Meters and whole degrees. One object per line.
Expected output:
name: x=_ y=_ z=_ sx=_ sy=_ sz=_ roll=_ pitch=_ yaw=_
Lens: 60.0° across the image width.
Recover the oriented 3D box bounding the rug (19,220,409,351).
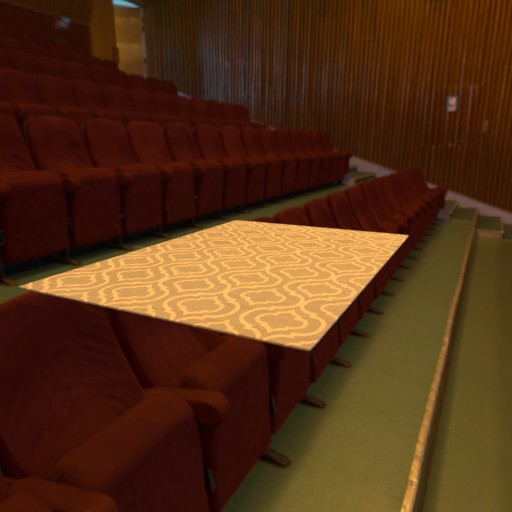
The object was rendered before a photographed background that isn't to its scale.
rug: x=0.000 y=0.000 z=2.660 sx=1.451 sy=0.010 sz=2.080 roll=7 pitch=16 yaw=26
